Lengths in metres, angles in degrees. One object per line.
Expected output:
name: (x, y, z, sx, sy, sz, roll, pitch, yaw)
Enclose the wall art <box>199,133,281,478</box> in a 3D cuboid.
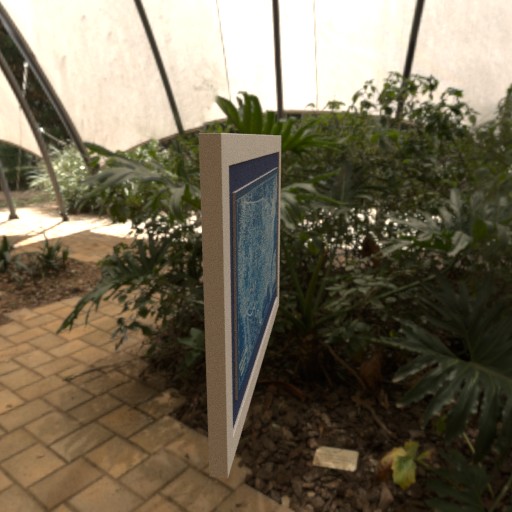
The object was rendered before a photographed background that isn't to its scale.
wall art: (0.000, 0.000, 1.712, 0.051, 0.902, 1.308, 2, 15, 9)
